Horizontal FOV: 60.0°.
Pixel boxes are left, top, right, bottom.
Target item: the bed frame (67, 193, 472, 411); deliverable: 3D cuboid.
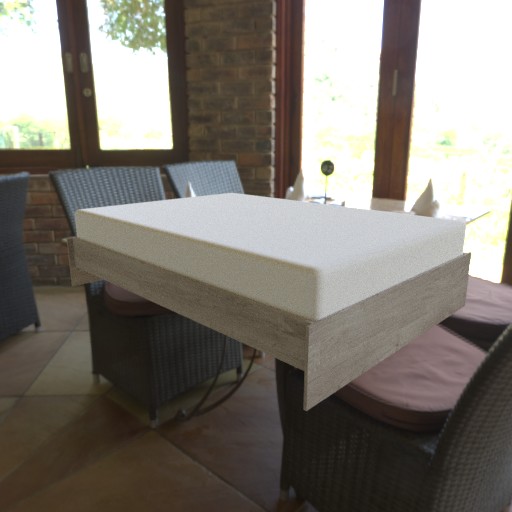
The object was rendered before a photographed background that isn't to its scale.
[{"bbox_3d":[0.000,0.000,2.650,1.445,0.497,1.945,-14,20,-43],"label":"bed frame"}]
